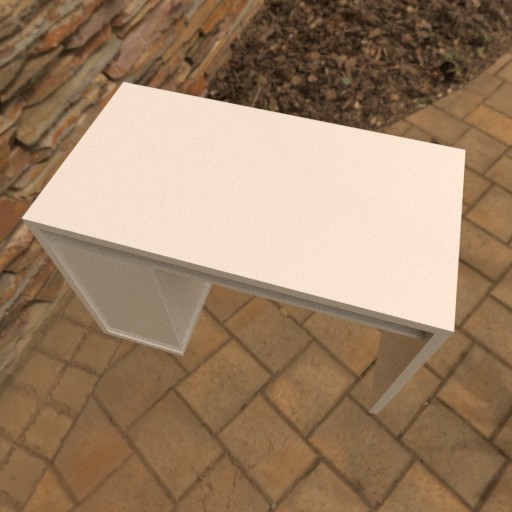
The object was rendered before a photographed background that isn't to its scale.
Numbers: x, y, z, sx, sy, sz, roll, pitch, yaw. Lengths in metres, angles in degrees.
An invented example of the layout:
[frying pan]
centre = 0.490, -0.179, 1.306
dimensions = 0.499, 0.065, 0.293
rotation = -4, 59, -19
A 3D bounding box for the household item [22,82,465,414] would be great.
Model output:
[household item]
centre = 0.000, 0.000, 1.540
dimensions = 1.100, 0.749, 0.597
rotation = 14, 58, 9
